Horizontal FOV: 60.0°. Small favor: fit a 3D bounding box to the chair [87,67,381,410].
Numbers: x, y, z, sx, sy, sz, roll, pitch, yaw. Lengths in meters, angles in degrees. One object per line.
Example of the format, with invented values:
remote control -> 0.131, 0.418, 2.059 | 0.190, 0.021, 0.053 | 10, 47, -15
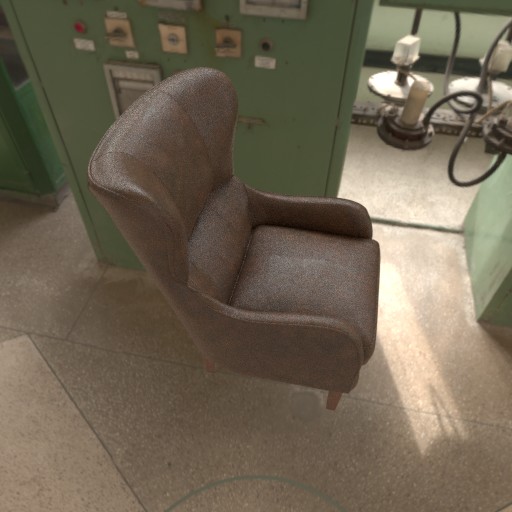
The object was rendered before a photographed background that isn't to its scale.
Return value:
chair -> 0.000, 0.000, 1.600 | 0.914, 1.048, 0.692 | 10, 49, 9
